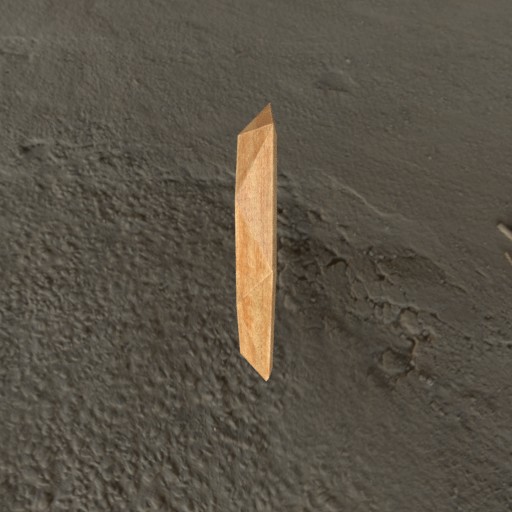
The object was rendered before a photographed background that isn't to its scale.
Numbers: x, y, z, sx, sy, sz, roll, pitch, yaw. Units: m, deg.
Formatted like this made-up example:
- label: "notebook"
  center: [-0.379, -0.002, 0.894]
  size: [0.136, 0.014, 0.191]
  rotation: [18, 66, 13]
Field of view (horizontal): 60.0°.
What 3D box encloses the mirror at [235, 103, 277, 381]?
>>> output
- label: "mirror"
  center: [0.000, 0.000, 1.039]
  size: [0.070, 0.774, 0.577]
  rotation: [0, 56, 0]
